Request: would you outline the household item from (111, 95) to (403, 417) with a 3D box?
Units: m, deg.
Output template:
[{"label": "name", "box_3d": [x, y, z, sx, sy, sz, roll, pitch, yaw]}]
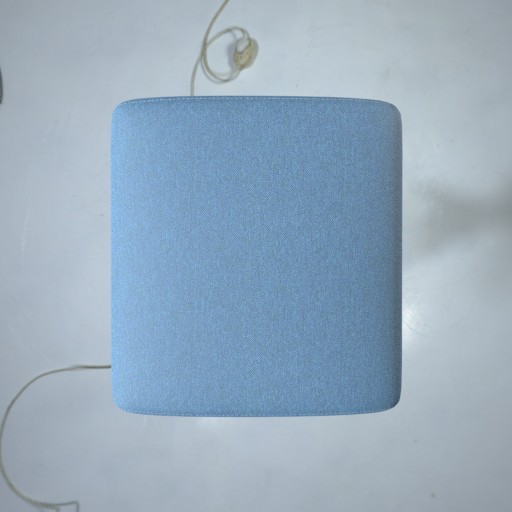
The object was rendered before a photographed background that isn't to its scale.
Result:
[{"label": "household item", "box_3d": [0.000, 0.000, 0.884, 0.530, 0.420, 0.530, 0, 90, -1]}]
